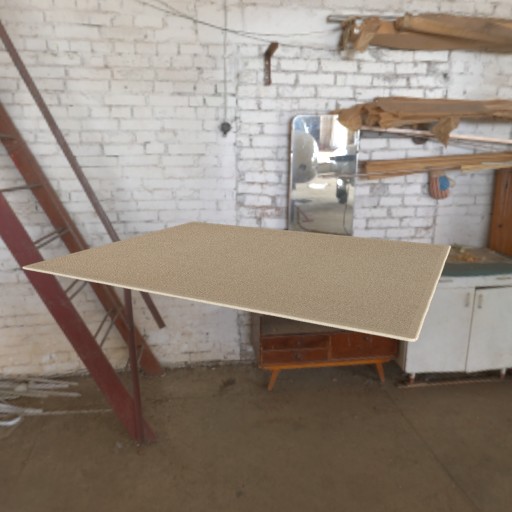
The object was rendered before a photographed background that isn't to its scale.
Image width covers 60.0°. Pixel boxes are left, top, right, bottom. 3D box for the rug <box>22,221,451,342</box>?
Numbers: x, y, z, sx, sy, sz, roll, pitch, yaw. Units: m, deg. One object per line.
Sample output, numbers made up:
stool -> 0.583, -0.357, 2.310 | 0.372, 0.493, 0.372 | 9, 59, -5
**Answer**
rug -> 0.000, 0.000, 3.959 | 3.051, 0.020, 2.407 | 7, 16, 26
